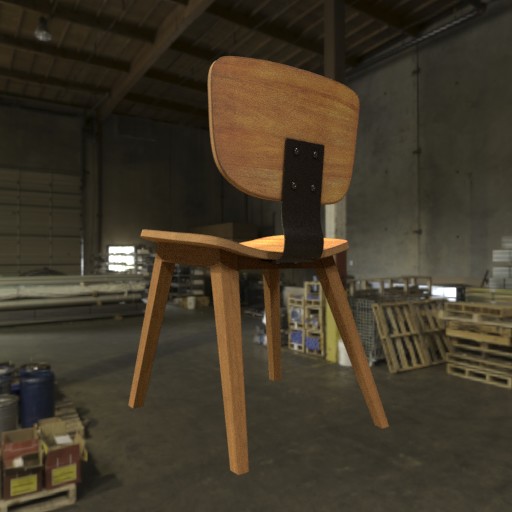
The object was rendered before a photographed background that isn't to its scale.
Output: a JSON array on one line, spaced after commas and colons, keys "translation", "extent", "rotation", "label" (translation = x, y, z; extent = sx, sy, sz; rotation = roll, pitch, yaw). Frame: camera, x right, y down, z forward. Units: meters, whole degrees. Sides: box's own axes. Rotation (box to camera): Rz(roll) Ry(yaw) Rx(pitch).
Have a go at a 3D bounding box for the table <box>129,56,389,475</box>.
[{"translation": [0.000, 0.000, 1.137], "extent": [0.499, 0.805, 0.500], "rotation": [0, -1, -34], "label": "table"}]
